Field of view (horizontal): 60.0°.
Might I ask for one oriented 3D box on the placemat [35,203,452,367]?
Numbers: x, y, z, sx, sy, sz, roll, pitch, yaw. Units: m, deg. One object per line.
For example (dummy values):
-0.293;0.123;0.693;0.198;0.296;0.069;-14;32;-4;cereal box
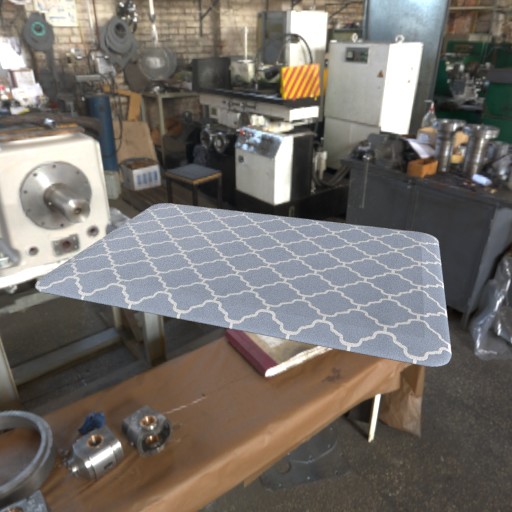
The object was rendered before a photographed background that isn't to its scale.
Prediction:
0.000;0.000;0.958;0.762;0.021;0.508;8;28;16;placemat
